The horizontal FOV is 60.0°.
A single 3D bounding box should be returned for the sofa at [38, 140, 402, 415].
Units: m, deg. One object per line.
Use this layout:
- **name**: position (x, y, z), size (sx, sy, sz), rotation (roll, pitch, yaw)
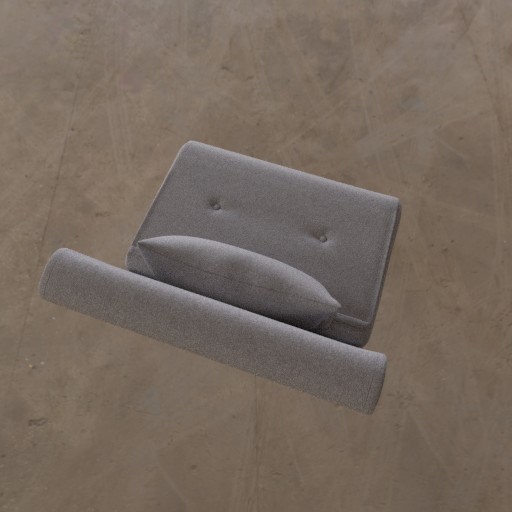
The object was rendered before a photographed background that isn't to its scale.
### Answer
- **sofa**: position (0.000, 0.000, 1.736), size (1.020, 0.825, 1.000), rotation (17, 65, 8)
